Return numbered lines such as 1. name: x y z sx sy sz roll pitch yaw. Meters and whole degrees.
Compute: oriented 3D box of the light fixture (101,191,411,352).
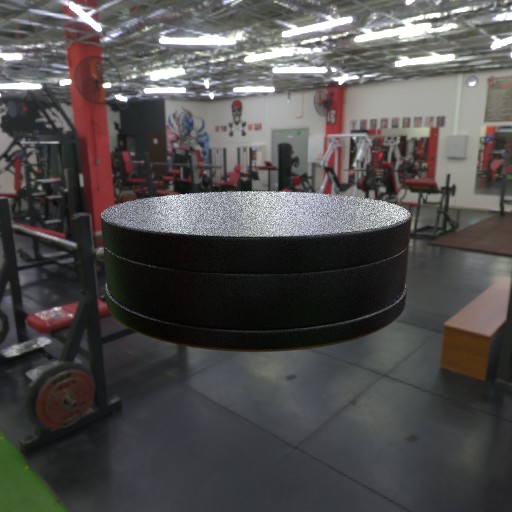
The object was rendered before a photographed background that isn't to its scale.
1. light fixture: 0.000 0.000 0.433 0.283 0.097 0.283 0 14 0
